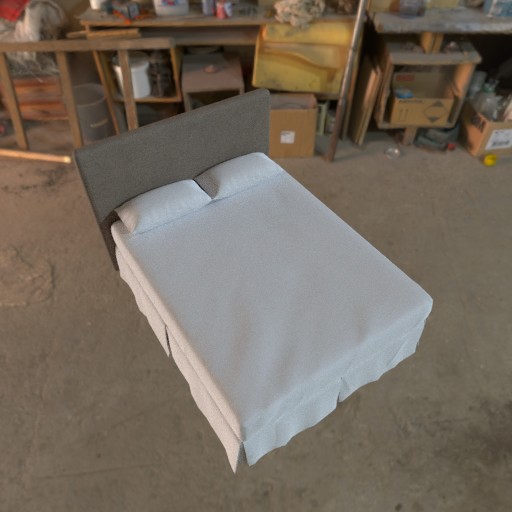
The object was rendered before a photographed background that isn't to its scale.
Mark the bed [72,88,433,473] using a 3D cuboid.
[{"bbox_3d":[0.000,0.000,3.286,1.723,1.330,2.142,-26,53,-22],"label":"bed"}]
